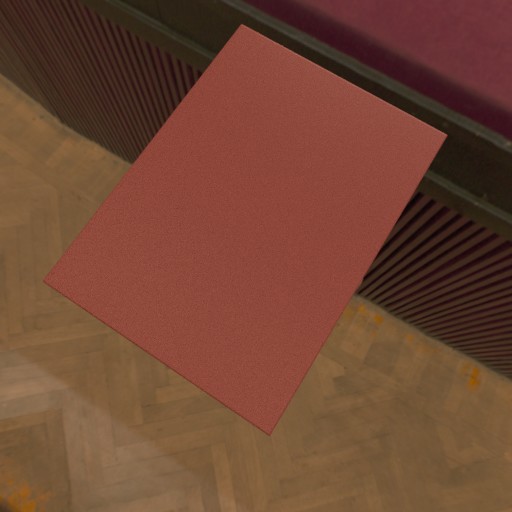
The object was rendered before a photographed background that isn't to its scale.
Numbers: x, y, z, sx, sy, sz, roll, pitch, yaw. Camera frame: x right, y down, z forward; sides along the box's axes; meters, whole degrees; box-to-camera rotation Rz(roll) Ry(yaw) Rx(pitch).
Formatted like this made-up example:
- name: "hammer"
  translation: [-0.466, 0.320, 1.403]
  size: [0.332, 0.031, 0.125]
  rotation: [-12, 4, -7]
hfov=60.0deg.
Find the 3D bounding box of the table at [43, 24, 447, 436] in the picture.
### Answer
- name: "table"
  translation: [0.000, 0.000, 1.092]
  size: [0.451, 0.686, 0.599]
  rotation: [32, 78, 8]
